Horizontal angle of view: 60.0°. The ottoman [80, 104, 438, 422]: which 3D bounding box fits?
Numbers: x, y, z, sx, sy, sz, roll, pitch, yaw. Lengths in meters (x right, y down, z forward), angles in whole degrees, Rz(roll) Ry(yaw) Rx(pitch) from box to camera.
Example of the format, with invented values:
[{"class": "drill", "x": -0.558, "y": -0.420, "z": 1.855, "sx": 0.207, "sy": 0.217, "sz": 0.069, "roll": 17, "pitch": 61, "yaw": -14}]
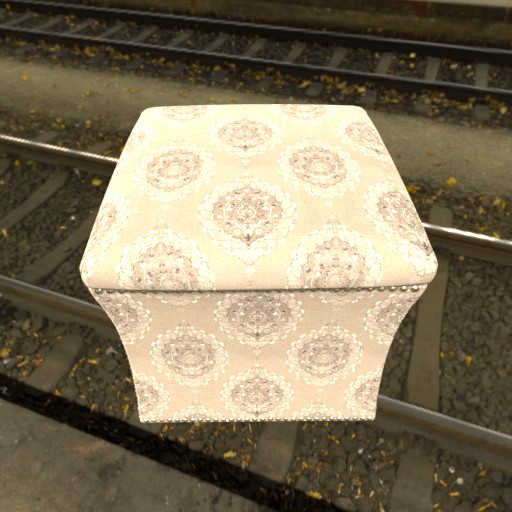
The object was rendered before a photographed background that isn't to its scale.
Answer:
[{"class": "ottoman", "x": 0.000, "y": 0.000, "z": 0.893, "sx": 0.497, "sy": 0.473, "sz": 0.507, "roll": 0, "pitch": 42, "yaw": 0}]
